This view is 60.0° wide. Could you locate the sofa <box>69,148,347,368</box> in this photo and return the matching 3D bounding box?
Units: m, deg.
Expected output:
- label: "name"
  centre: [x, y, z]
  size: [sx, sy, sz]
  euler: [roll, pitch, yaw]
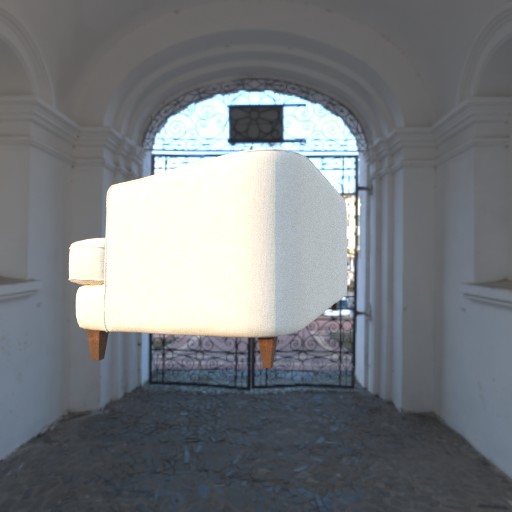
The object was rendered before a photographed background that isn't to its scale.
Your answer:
- label: "sofa"
  centre: [0.000, 0.000, 2.725]
  size: [0.941, 0.855, 2.278]
  euler: [0, 0, 17]
